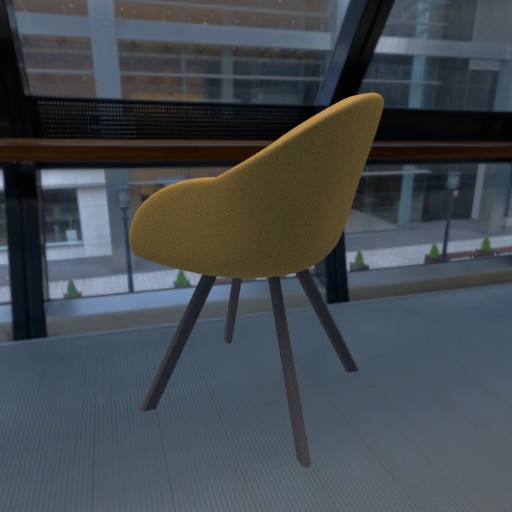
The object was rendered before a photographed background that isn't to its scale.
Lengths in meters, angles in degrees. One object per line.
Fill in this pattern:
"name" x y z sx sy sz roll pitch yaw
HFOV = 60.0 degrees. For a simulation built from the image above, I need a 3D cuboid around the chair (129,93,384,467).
"chair" 0.000 0.000 1.171 0.583 0.793 0.551 8 18 25
